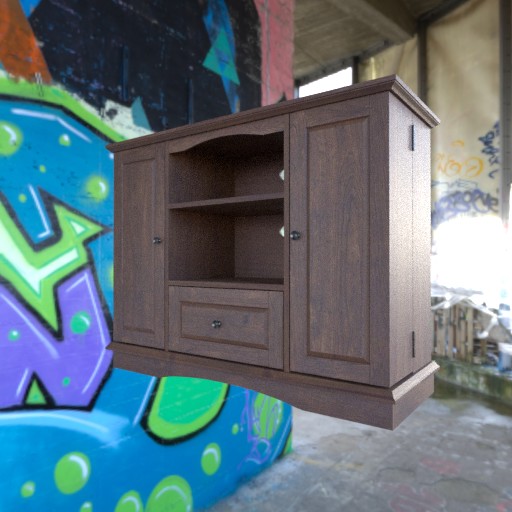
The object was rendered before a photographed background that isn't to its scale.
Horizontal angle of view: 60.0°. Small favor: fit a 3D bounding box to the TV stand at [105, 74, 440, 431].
[{"bbox_3d":[0.000,0.000,1.470,1.067,0.813,0.406,0,-1,36],"label":"TV stand"}]
